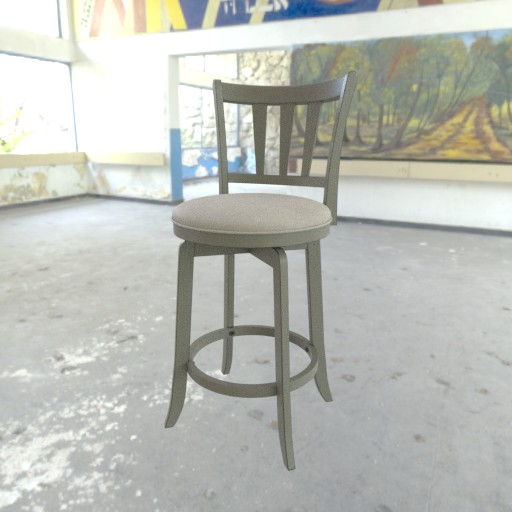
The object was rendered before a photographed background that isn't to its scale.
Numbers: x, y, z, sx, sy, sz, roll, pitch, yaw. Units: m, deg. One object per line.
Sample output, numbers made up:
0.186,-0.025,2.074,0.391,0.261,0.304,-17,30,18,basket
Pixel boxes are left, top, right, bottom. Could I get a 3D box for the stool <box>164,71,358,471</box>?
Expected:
0.000,0.000,1.267,0.450,0.994,0.486,7,17,25,stool
